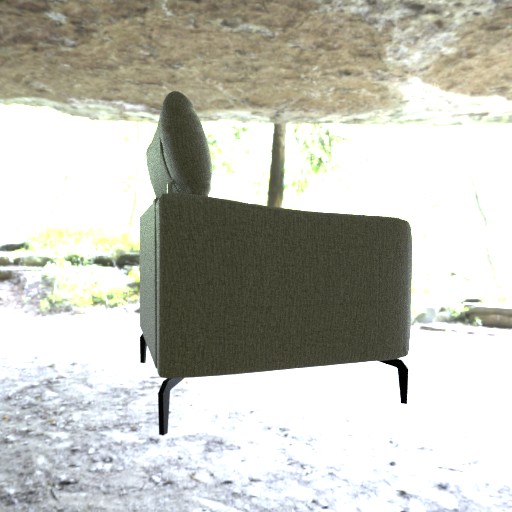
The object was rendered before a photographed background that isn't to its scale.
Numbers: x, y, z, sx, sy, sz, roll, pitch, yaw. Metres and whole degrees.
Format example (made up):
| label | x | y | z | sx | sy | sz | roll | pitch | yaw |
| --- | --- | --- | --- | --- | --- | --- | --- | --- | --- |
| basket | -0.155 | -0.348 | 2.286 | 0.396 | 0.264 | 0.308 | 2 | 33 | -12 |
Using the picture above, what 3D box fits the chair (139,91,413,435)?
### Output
| label | x | y | z | sx | sy | sz | roll | pitch | yaw |
| --- | --- | --- | --- | --- | --- | --- | --- | --- | --- |
| chair | 0.000 | 0.000 | 1.724 | 0.835 | 0.967 | 0.972 | 0 | 1 | -18 |
